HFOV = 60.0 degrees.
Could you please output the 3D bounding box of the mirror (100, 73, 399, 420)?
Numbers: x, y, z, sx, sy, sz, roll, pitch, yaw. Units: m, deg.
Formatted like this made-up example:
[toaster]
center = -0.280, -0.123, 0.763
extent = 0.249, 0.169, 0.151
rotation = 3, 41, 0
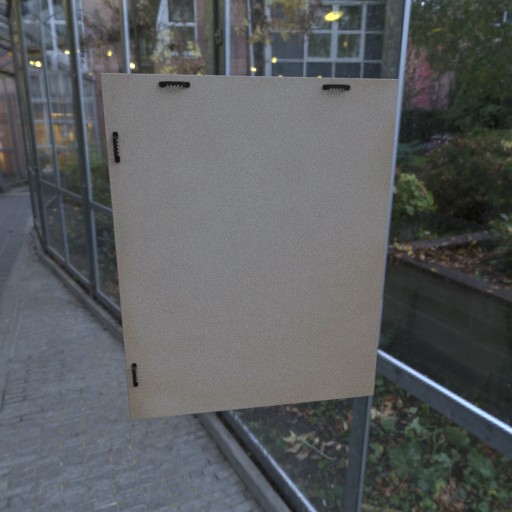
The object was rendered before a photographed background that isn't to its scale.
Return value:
[mirror]
center = 0.000, 0.000, 0.675
extent = 0.405, 0.508, 0.041
rotation = -3, 16, -9
